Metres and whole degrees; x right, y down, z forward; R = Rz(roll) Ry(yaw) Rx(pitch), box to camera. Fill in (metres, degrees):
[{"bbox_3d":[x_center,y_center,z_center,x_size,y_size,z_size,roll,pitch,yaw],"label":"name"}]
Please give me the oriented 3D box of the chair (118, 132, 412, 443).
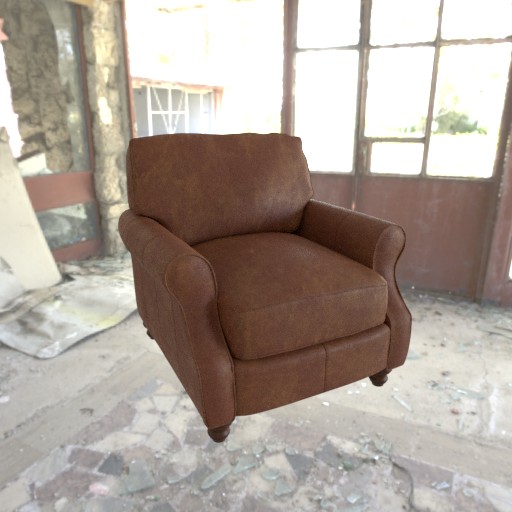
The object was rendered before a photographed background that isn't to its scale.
[{"bbox_3d":[0.000,0.000,1.820,0.983,0.962,0.986,-9,19,-26],"label":"chair"}]
